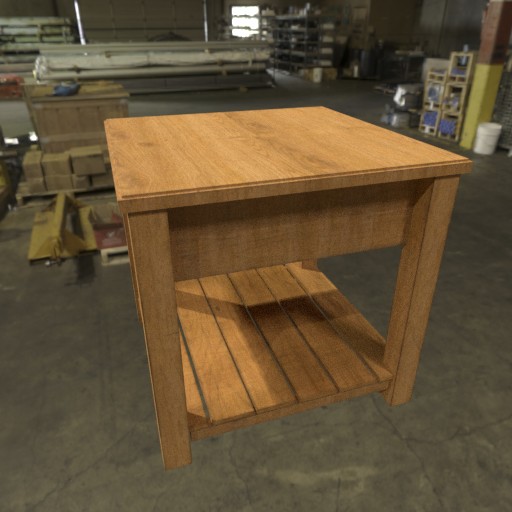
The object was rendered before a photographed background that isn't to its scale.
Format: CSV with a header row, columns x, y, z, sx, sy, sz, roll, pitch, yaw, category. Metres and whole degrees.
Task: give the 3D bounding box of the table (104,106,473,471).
x,y,z,sx,sy,sz,roll,pitch,yaw,category
0.000,0.000,1.100,0.616,0.593,0.612,-9,29,-16,table
